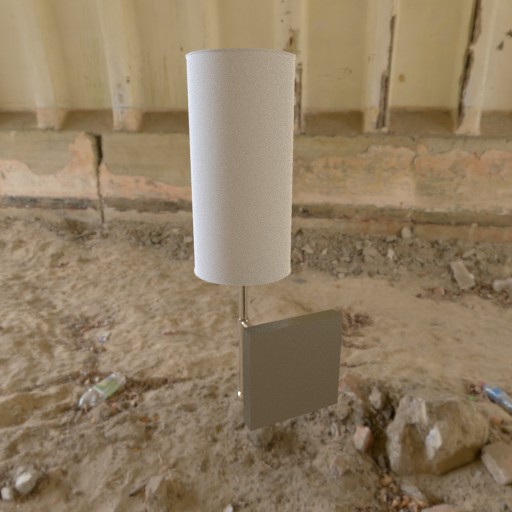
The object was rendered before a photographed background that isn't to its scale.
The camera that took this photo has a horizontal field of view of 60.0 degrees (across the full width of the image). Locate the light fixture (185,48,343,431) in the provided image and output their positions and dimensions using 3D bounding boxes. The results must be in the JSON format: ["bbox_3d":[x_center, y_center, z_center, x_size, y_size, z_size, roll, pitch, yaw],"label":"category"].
[{"bbox_3d":[0.000,0.000,0.547,0.128,0.462,0.208,-8,18,-25],"label":"light fixture"}]
